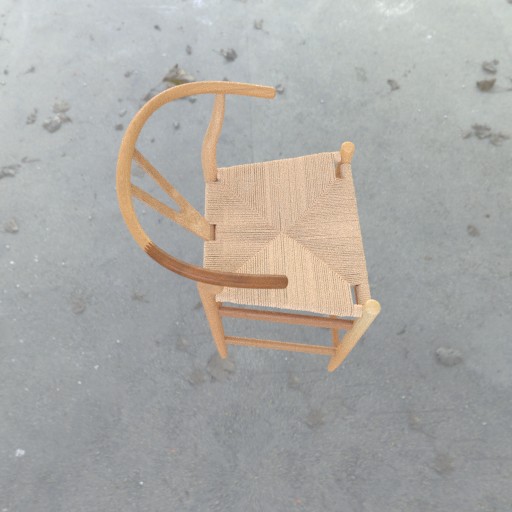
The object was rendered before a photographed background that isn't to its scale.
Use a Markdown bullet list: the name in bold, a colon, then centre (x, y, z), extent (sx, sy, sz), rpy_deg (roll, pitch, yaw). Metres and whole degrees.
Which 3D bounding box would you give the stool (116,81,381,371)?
- **stool**: centre (0.000, 0.000, 1.324), extent (0.575, 0.923, 0.536), rpy_deg (-1, 63, -1)
